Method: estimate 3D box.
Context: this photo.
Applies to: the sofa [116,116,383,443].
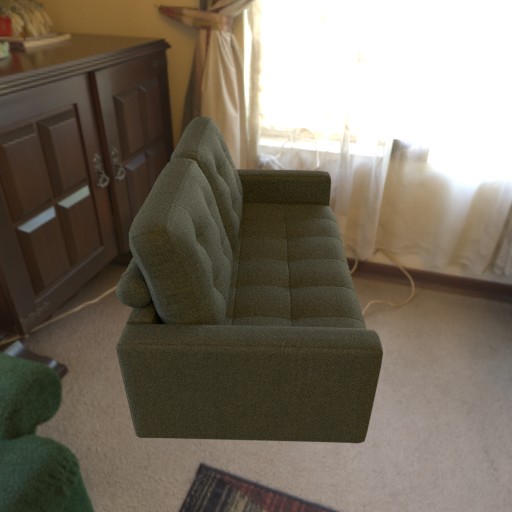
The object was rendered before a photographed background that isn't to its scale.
[{"bbox_3d":[0.000,0.000,1.927,0.842,0.907,1.407,1,32,1],"label":"sofa"}]
